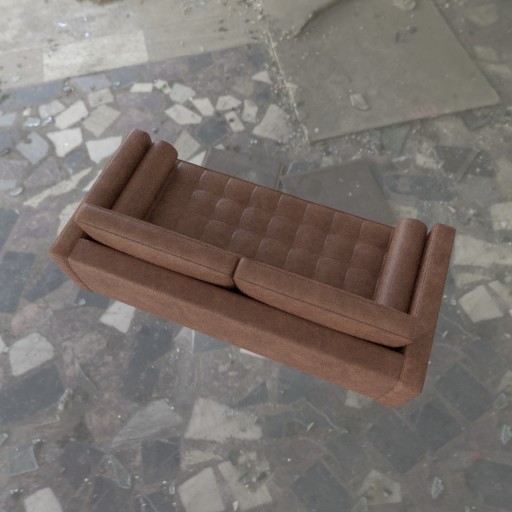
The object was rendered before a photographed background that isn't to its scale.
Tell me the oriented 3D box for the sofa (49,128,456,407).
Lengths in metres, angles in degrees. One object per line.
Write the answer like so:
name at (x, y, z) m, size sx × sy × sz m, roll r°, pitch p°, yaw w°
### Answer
sofa at (0.000, 0.000, 2.373) m, size 1.870 × 0.760 × 0.910 m, roll 19°, pitch 65°, yaw 9°
